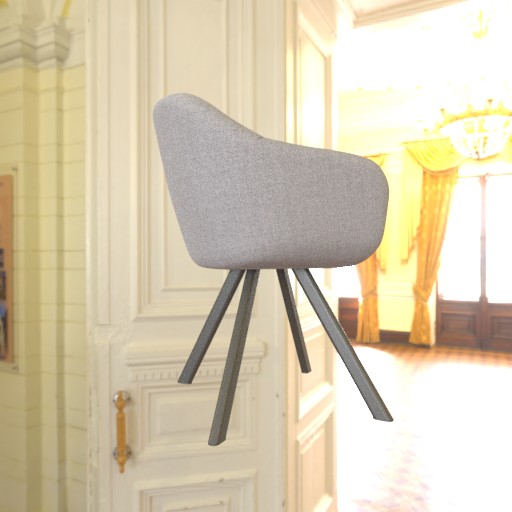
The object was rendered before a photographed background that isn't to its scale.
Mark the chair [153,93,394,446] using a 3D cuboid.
[{"bbox_3d":[0.000,0.000,1.216,0.550,0.795,0.590,0,1,-18],"label":"chair"}]
